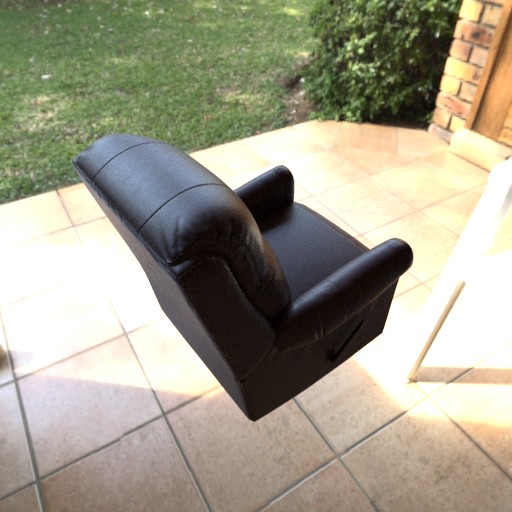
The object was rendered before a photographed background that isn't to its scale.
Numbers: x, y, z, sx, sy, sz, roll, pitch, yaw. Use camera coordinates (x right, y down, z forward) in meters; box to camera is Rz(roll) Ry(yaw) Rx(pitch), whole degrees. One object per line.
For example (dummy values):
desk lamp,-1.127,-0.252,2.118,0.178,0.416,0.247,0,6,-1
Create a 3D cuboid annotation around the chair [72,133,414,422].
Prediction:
chair,0.000,0.000,1.779,1.014,1.054,0.838,-27,48,-27
